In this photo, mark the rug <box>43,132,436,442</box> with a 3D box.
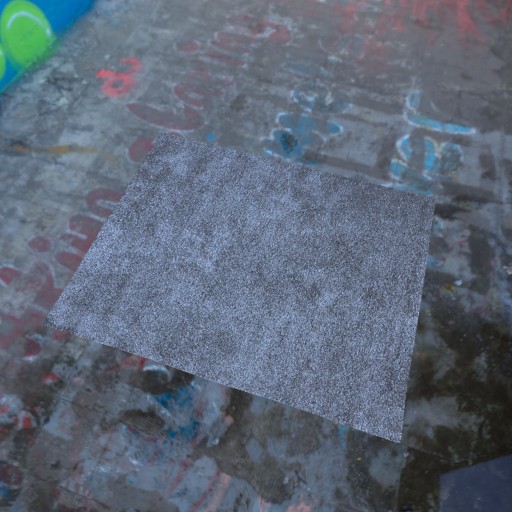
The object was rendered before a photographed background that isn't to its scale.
[{"bbox_3d":[0.000,0.000,4.084,3.000,0.025,2.401,16,60,9],"label":"rug"}]
